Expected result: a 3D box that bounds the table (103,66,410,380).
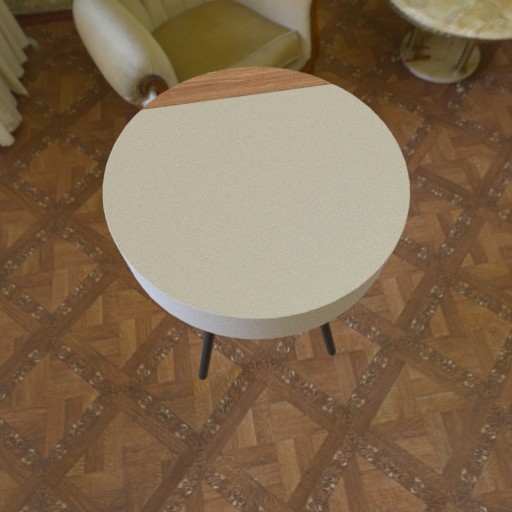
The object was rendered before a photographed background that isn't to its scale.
[{"bbox_3d":[0.000,0.000,0.865,0.450,0.525,0.450,0,63,0],"label":"table"}]
